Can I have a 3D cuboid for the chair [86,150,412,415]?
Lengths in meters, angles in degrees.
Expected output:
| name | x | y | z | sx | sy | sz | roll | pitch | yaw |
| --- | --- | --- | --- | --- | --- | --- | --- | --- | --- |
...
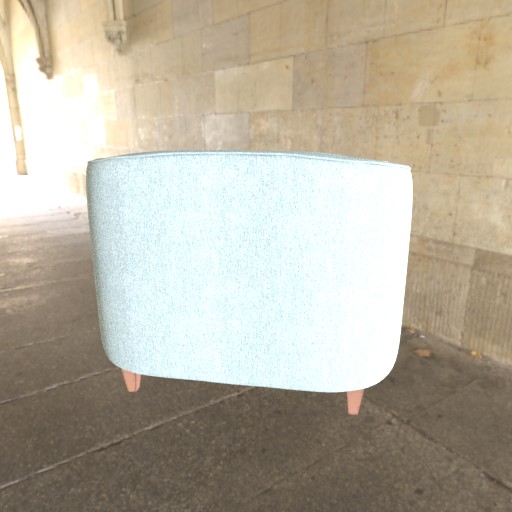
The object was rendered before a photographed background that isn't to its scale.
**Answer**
| name | x | y | z | sx | sy | sz | roll | pitch | yaw |
| --- | --- | --- | --- | --- | --- | --- | --- | --- | --- |
| chair | 0.000 | 0.000 | 1.769 | 1.094 | 0.852 | 0.945 | 3 | 16 | 9 |
